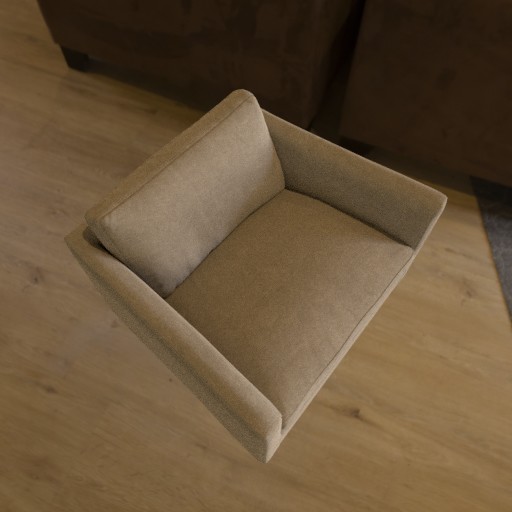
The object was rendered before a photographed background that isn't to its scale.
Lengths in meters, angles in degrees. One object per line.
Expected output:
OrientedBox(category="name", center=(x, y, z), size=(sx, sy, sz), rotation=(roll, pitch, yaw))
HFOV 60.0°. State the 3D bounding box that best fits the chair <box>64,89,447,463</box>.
OrientedBox(category="chair", center=(0.000, 0.000, 1.922), size=(1.091, 0.845, 1.190), rotation=(35, 65, 19))
